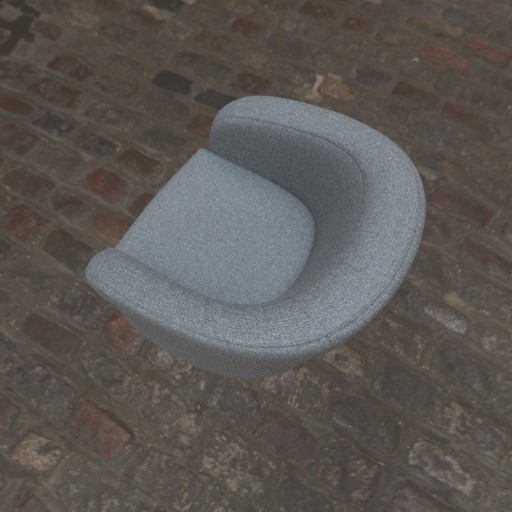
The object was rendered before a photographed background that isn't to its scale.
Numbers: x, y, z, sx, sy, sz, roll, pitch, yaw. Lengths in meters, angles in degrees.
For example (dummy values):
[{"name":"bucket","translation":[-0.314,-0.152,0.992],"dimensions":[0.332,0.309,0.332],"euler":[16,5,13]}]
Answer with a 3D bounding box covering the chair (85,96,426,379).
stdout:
[{"name":"chair","translation":[0.000,0.000,1.414],"dimensions":[0.815,0.771,0.791],"euler":[28,67,14]}]
